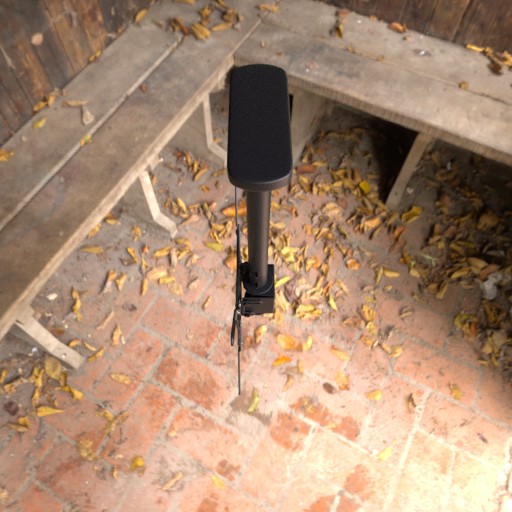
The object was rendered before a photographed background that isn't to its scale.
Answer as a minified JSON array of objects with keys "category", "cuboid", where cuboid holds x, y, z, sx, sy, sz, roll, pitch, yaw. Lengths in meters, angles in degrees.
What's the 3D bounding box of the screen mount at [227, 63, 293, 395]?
[{"category":"screen mount","cuboid":[0.000,0.000,0.887,0.090,0.729,0.393,0,61,0]}]
